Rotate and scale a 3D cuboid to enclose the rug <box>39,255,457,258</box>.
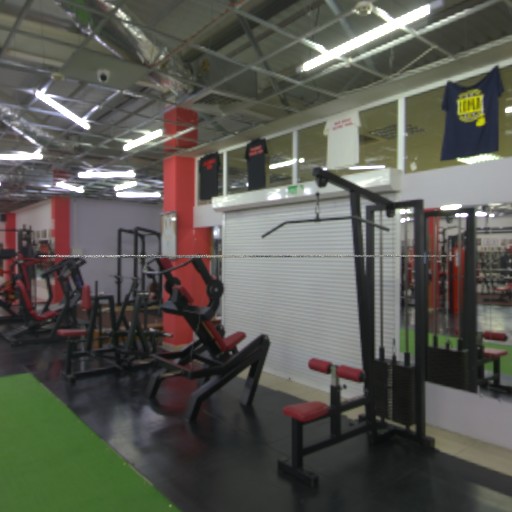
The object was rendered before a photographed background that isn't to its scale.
[{"bbox_3d":[0.000,0.000,2.052,1.652,0.006,1.035,0,0,-37],"label":"rug"}]
